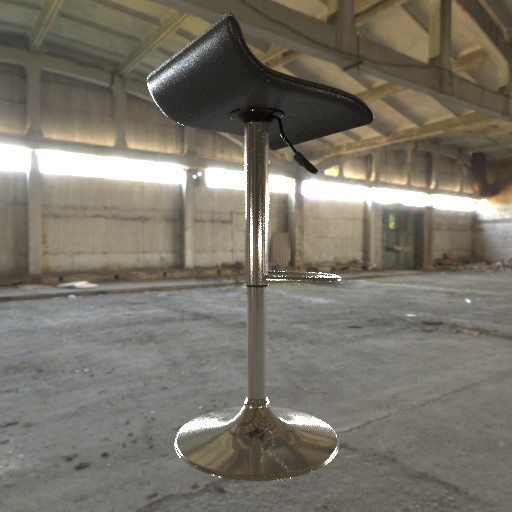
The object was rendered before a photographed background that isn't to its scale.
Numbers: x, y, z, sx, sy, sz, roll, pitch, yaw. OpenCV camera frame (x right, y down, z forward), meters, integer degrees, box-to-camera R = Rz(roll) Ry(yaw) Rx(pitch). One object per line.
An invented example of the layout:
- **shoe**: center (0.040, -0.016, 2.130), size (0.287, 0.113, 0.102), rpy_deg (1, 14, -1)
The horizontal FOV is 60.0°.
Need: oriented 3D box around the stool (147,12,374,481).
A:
- **stool**: center (0.000, 0.000, 1.025), size (0.381, 0.851, 0.381), rpy_deg (-1, 2, -36)
